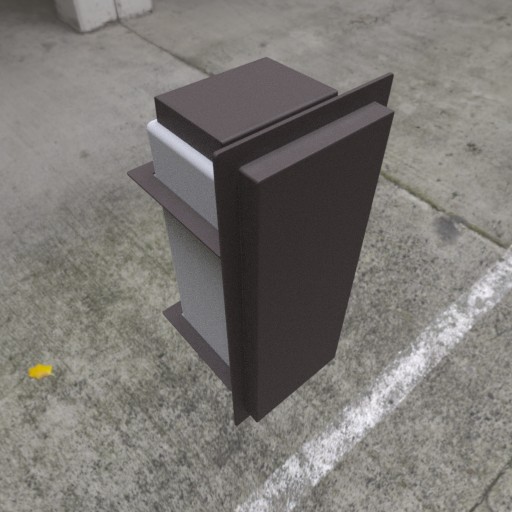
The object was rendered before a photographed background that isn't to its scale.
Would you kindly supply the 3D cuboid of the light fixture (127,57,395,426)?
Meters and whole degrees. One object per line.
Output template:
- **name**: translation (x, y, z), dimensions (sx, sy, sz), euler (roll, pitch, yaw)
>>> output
- **light fixture**: translation (0.000, 0.000, 0.422), dimensions (0.153, 0.347, 0.146), euler (-32, 54, -27)
